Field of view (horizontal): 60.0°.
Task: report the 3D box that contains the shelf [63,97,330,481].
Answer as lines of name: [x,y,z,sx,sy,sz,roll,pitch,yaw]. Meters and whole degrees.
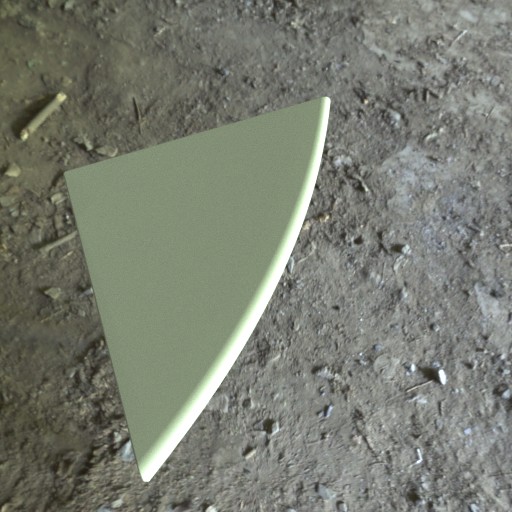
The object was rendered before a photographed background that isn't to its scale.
shelf: [0.000,0.000,0.444,0.310,0.050,0.310,-20,64,-10]
